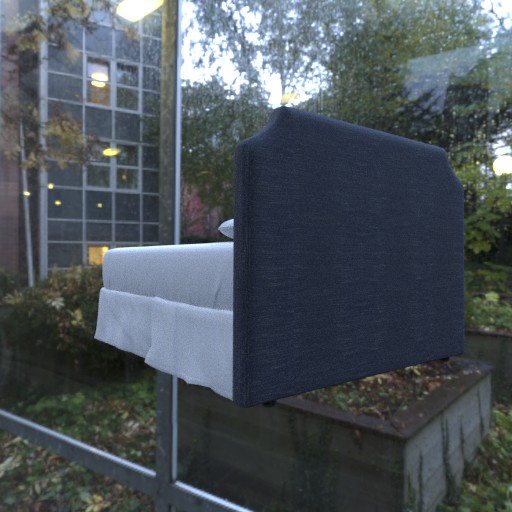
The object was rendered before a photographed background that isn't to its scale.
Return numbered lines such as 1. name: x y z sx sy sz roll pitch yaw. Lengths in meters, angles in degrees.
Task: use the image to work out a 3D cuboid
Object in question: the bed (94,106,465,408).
1. bed: 0.000 0.000 3.096 1.693 1.290 2.116 0 0 -37
